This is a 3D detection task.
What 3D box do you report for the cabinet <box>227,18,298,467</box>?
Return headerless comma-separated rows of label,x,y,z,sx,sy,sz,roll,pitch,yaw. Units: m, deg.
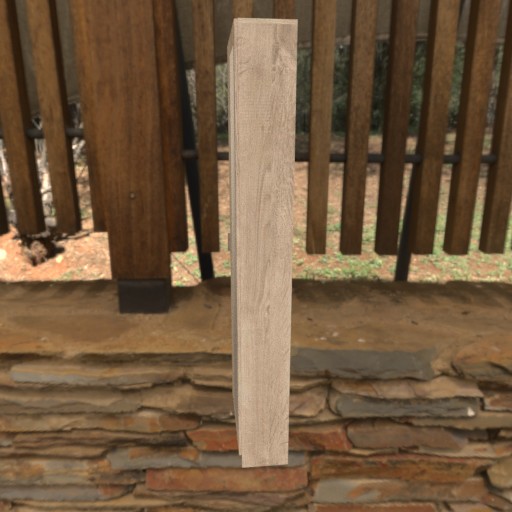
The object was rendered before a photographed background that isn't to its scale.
cabinet,0.000,0.000,1.966,0.230,1.790,0.500,-2,15,-6
